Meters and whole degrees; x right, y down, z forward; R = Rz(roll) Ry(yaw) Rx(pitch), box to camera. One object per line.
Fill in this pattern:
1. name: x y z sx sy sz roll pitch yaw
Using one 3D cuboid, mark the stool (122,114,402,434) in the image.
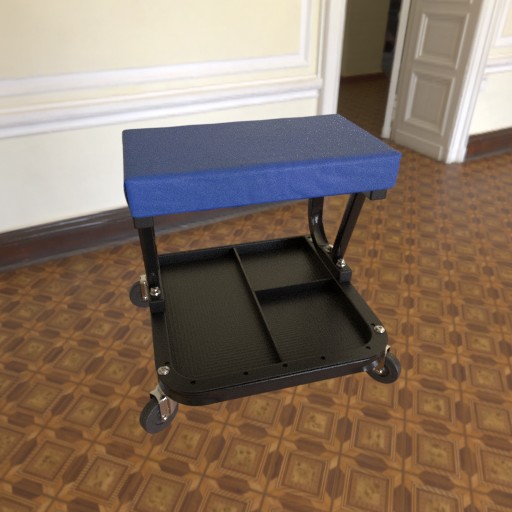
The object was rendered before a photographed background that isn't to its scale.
1. stool: 0.000 0.000 0.730 0.446 0.380 0.371 -8 33 -12
